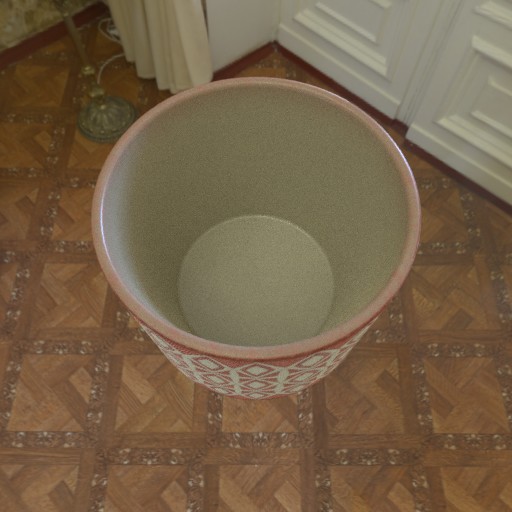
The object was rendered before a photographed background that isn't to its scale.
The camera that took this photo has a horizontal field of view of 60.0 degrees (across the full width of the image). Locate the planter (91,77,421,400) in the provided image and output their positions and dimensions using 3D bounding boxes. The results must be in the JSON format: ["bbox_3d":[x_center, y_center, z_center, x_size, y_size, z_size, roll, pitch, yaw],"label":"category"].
[{"bbox_3d":[0.000,0.000,0.475,0.273,0.237,0.273,0,65,0],"label":"planter"}]
